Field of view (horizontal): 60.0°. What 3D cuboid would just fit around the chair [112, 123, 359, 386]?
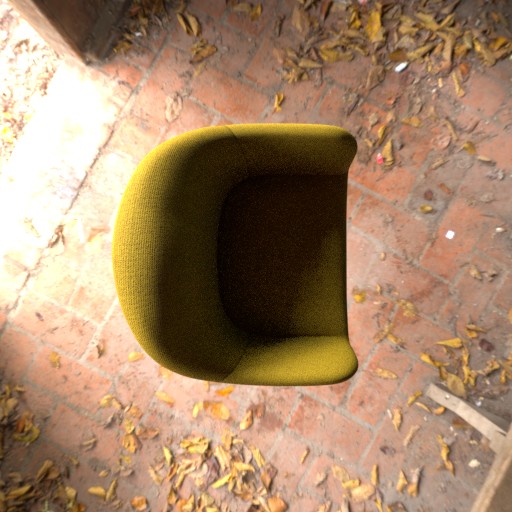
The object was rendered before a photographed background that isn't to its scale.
[{"bbox_3d":[0.000,0.000,1.209,0.550,0.795,0.590,0,89,0],"label":"chair"}]
